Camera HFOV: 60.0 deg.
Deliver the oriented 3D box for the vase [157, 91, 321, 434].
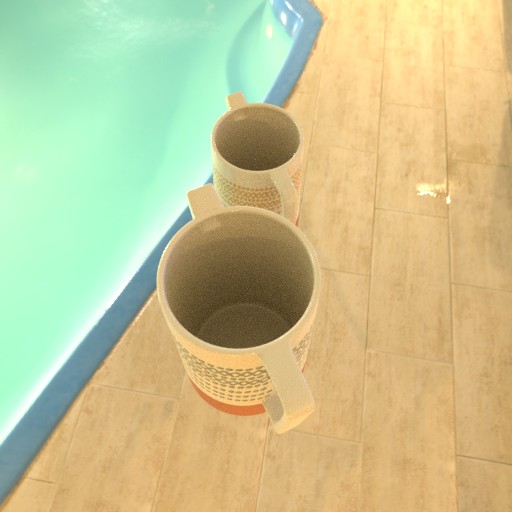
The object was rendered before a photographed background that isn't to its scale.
[{"bbox_3d":[0.000,0.000,0.467,0.168,0.247,0.326,14,64,7],"label":"vase"}]
